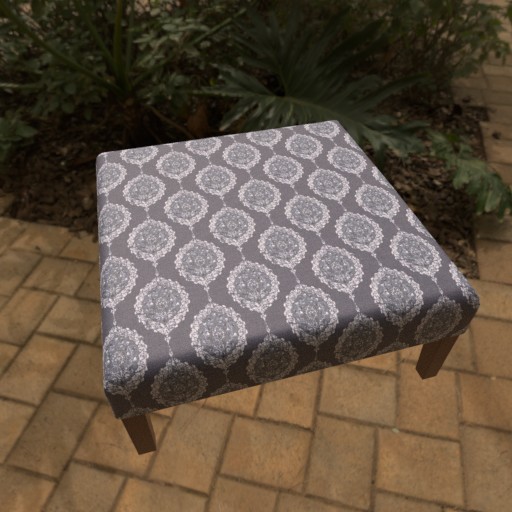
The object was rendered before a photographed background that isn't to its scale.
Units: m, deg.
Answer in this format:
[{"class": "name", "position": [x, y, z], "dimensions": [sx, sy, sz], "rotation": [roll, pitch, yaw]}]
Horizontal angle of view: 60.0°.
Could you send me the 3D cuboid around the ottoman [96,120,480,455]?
[{"class": "ottoman", "position": [0.000, 0.000, 1.384], "dimensions": [0.889, 0.409, 0.890], "rotation": [-11, 46, -11]}]
